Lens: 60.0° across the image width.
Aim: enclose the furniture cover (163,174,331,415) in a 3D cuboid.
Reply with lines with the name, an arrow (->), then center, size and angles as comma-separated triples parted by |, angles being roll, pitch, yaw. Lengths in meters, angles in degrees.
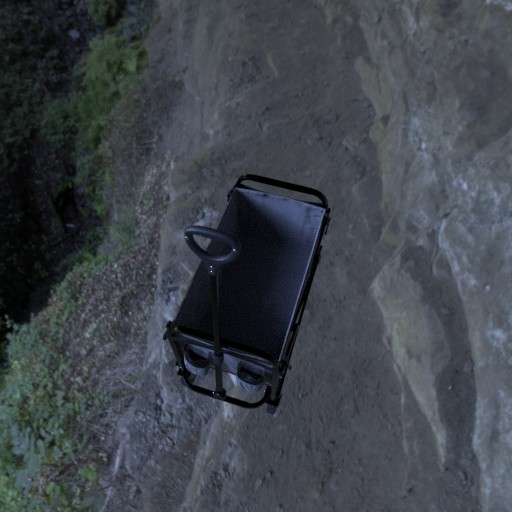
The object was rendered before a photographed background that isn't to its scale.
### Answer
furniture cover -> 0.000, 0.000, 1.863 | 0.532, 1.295, 1.038 | 15, 57, 10
